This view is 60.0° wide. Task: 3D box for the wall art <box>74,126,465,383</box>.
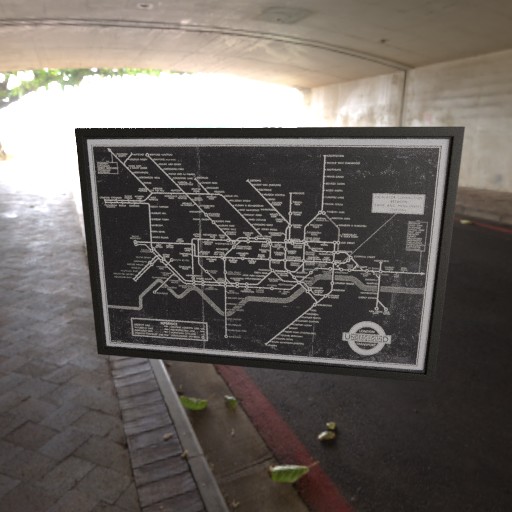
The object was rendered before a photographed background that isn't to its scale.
[{"bbox_3d":[0.000,0.000,1.452,1.192,0.811,0.013,3,16,9],"label":"wall art"}]
